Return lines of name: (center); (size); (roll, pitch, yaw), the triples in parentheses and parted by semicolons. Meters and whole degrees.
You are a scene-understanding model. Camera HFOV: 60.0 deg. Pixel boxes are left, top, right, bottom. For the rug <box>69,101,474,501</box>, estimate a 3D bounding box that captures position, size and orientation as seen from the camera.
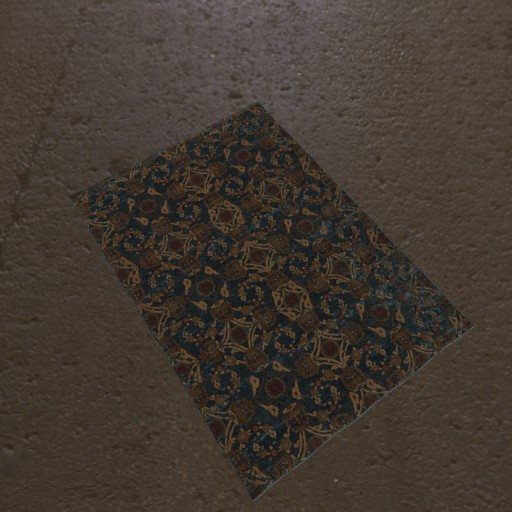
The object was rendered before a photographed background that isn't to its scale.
rug: (0.000, 0.000, 4.165); (2.337, 0.013, 3.291); (-32, 67, -15)
